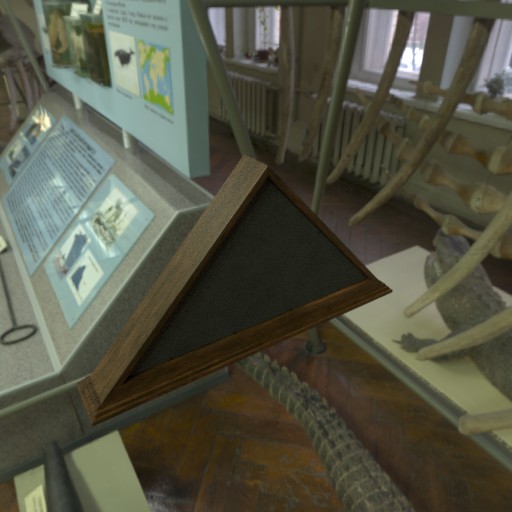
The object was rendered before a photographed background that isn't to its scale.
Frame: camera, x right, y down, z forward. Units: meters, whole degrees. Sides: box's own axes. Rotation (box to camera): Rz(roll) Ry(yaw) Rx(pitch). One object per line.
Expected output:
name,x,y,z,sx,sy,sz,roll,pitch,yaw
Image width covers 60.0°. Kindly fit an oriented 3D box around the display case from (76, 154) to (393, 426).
display case,0.000,0.000,0.757,0.640,0.340,0.095,-18,35,-28
